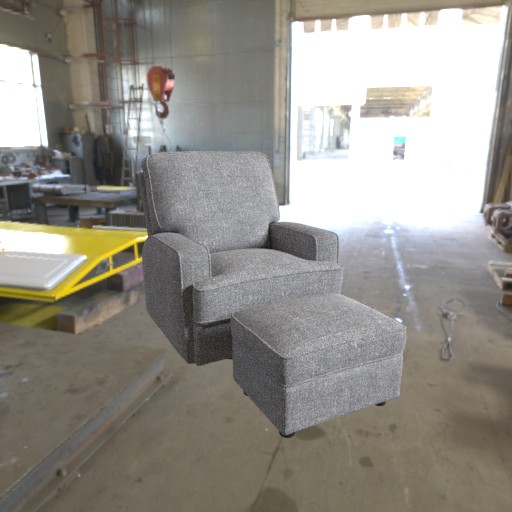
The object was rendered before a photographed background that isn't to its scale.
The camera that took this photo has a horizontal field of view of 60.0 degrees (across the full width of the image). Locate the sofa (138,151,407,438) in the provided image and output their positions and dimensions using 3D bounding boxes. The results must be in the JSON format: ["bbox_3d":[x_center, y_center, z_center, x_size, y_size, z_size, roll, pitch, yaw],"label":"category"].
[{"bbox_3d":[0.000,0.000,2.129,0.861,0.959,1.472,-7,16,-26],"label":"sofa"}]
